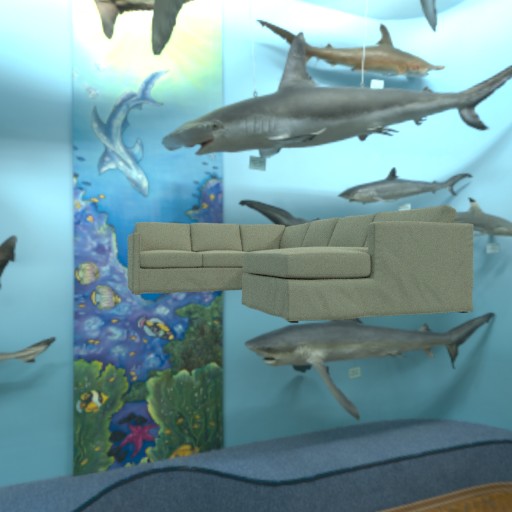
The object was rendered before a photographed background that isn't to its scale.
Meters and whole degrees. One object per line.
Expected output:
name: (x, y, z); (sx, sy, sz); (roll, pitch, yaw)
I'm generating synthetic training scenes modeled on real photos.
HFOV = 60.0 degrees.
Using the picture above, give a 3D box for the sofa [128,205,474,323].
sofa: (0.000, 0.000, 4.665); (2.427, 0.882, 3.460); (0, 0, -19)
